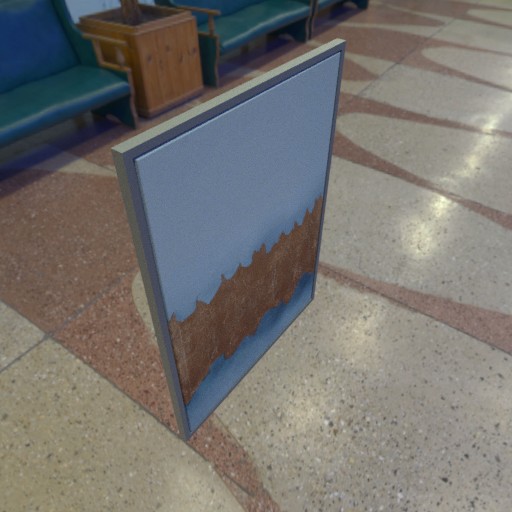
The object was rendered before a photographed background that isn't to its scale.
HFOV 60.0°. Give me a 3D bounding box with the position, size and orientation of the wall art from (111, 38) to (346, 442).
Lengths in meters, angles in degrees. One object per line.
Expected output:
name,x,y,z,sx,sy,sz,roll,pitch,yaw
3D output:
wall art,0.000,0.000,1.337,0.034,1.042,0.789,26,48,27
